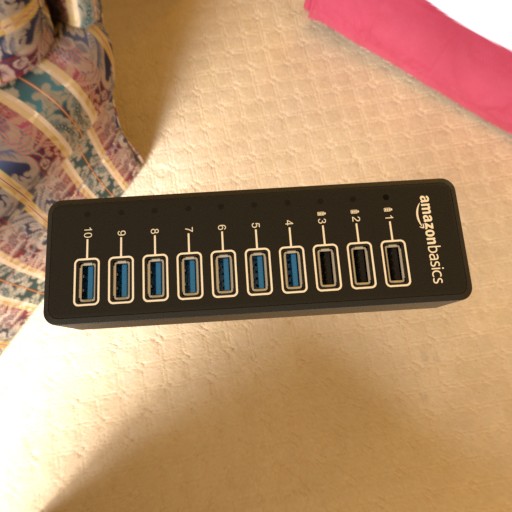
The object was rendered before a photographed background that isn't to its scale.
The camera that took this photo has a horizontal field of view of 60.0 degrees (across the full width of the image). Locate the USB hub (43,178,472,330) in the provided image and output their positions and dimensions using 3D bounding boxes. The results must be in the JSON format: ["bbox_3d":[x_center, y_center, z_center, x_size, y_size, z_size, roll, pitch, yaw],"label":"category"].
[{"bbox_3d":[0.000,0.000,0.164,0.145,0.023,0.044,-3,77,-1],"label":"USB hub"}]
